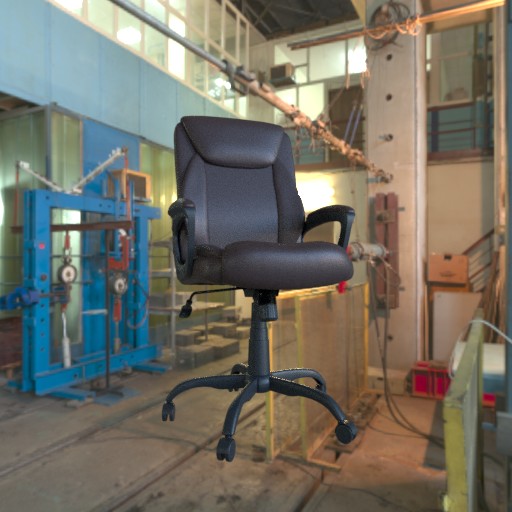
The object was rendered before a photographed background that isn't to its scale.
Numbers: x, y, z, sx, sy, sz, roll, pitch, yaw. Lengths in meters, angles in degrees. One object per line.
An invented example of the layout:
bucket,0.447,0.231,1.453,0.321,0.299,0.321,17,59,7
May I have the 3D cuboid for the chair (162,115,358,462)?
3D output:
chair,0.000,0.000,1.488,0.615,1.072,0.655,0,0,-19
